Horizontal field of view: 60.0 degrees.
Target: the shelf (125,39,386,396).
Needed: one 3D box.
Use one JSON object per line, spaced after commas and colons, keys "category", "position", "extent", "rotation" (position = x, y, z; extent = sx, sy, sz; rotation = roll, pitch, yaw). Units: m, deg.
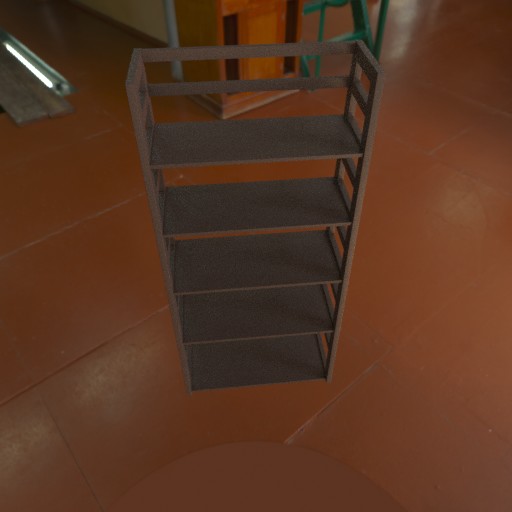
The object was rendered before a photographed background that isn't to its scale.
{"category": "shelf", "position": [0.000, 0.000, 1.900], "extent": [0.763, 1.600, 0.403], "rotation": [-4, 46, -4]}
